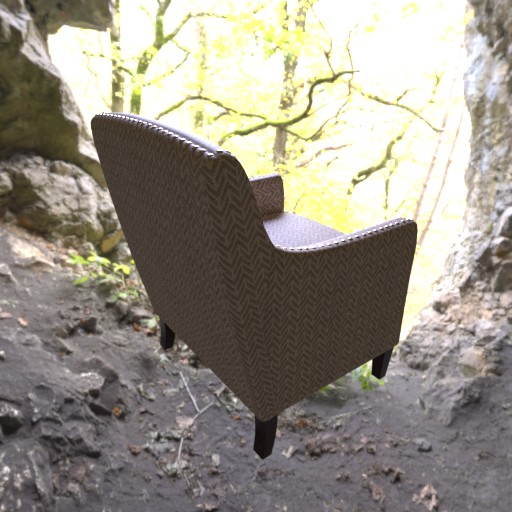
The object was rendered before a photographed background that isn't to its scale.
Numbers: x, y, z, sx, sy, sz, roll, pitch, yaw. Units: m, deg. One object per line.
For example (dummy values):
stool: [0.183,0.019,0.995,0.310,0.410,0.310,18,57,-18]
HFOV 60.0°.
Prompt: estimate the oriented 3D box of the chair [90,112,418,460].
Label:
chair: [0.000,0.000,1.289,0.651,0.816,0.623,-18,31,-32]
